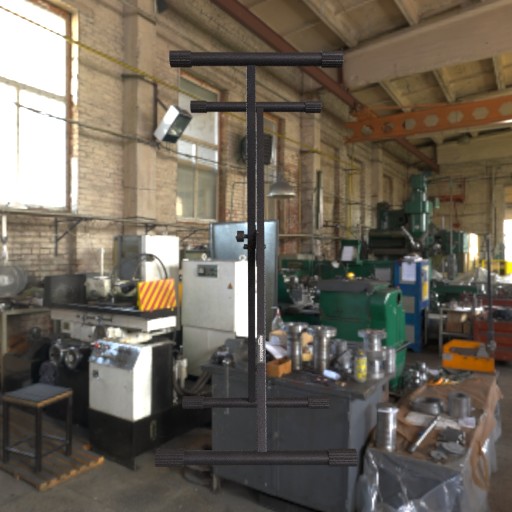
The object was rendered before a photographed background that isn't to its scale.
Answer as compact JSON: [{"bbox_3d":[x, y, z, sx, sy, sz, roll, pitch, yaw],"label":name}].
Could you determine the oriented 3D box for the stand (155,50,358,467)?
[{"bbox_3d":[0.000,0.000,1.179,0.449,0.940,0.409,0,0,0],"label":"stand"}]
